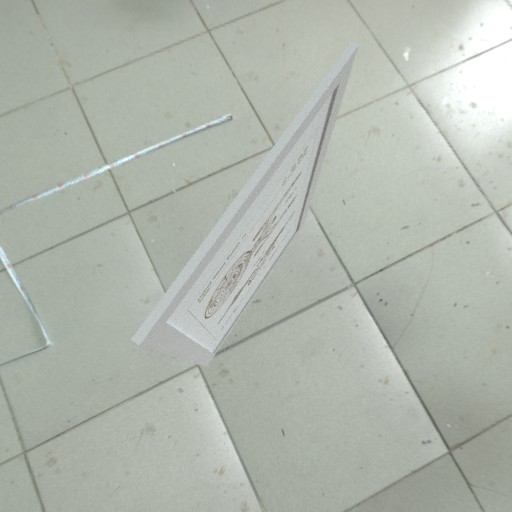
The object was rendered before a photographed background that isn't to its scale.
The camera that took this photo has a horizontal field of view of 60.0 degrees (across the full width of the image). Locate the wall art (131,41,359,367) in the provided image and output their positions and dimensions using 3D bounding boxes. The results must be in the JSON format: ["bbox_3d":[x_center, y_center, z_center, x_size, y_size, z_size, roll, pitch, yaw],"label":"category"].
[{"bbox_3d":[0.000,0.000,0.829,0.011,0.659,0.454,33,77,9],"label":"wall art"}]
